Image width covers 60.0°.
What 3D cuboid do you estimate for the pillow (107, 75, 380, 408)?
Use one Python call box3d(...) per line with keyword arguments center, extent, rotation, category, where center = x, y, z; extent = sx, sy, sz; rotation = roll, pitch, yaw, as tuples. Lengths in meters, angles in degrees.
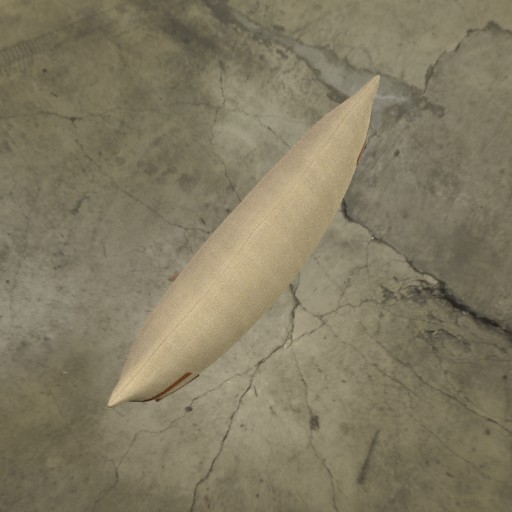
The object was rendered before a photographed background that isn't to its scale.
box3d(center=(0.000, 0.000, 0.749), extent=(0.148, 0.308, 0.612), rotation=(37, 78, 9), category="pillow")
